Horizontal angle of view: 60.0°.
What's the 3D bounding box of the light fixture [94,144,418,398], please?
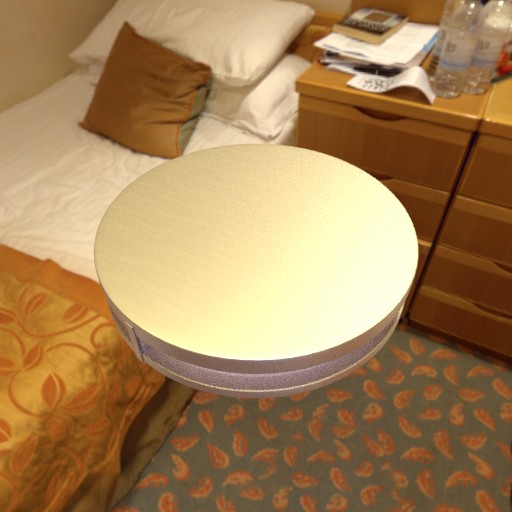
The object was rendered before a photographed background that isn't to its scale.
[{"bbox_3d":[0.000,0.000,0.534,0.356,0.102,0.356,0,44,0],"label":"light fixture"}]
